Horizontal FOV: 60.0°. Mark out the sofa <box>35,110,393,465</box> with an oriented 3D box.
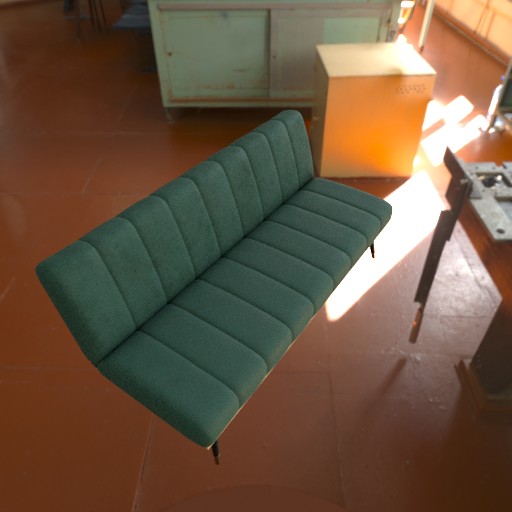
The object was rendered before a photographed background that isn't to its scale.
[{"bbox_3d":[0.000,0.000,2.318,0.830,0.820,1.810,25,47,26],"label":"sofa"}]
